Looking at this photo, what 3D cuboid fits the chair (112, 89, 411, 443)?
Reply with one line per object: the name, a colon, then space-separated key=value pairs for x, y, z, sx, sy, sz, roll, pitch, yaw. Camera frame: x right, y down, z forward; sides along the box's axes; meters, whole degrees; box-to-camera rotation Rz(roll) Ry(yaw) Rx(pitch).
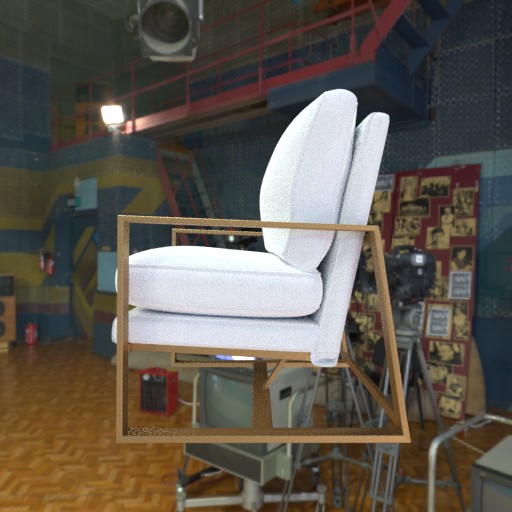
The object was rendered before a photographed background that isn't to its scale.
chair: x=0.000 y=0.000 z=1.552 sx=0.813 sy=0.966 sz=0.805 roll=0 pitch=1 yaw=0
